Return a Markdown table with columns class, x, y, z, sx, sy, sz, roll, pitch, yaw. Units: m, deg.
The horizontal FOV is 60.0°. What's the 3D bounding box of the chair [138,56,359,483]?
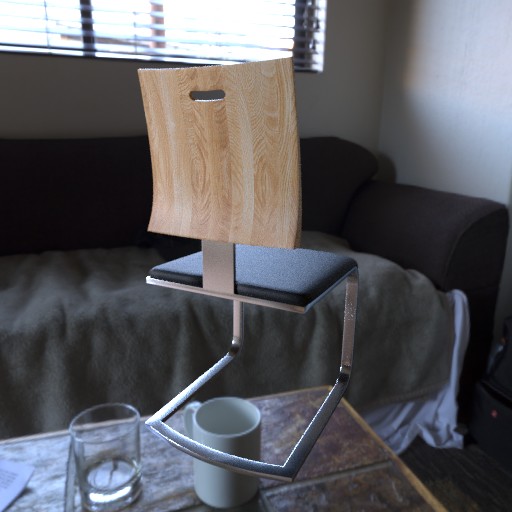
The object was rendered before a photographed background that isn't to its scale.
| class | x | y | z | sx | sy | sz | roll | pitch | yaw |
| --- | --- | --- | --- | --- | --- | --- | --- | --- | --- |
| chair | 0.000 | 0.000 | 1.226 | 0.462 | 0.936 | 0.560 | 8 | 17 | 27 |
